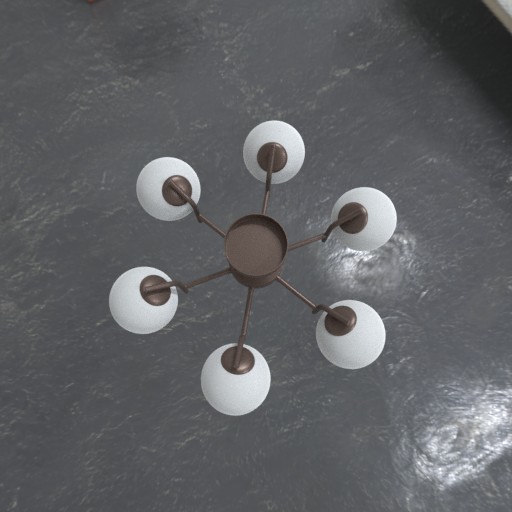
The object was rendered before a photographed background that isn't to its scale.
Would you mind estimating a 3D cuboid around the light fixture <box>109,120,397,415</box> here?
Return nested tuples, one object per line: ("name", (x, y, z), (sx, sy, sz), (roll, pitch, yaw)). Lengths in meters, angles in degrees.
("light fixture", (0.000, 0.000, 0.954), (0.662, 0.201, 0.662), (0, 77, 0))
